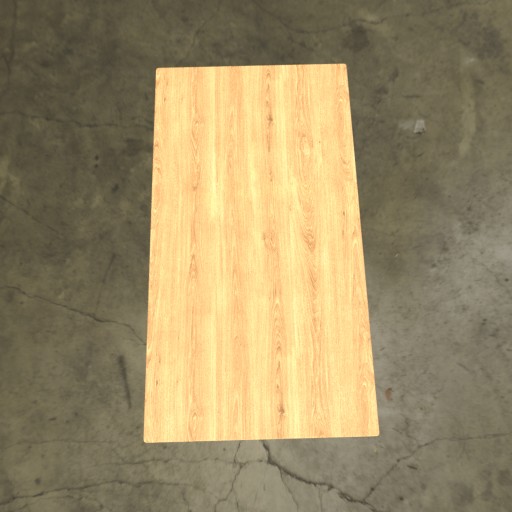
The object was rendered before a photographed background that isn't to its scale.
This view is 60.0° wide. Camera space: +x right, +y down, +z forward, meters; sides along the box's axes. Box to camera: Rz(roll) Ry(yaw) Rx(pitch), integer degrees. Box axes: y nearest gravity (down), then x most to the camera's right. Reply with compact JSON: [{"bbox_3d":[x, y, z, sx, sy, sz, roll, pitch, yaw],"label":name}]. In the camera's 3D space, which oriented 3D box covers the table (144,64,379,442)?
[{"bbox_3d":[0.000,0.000,2.132,0.900,0.760,1.600,-1,76,0],"label":"table"}]
